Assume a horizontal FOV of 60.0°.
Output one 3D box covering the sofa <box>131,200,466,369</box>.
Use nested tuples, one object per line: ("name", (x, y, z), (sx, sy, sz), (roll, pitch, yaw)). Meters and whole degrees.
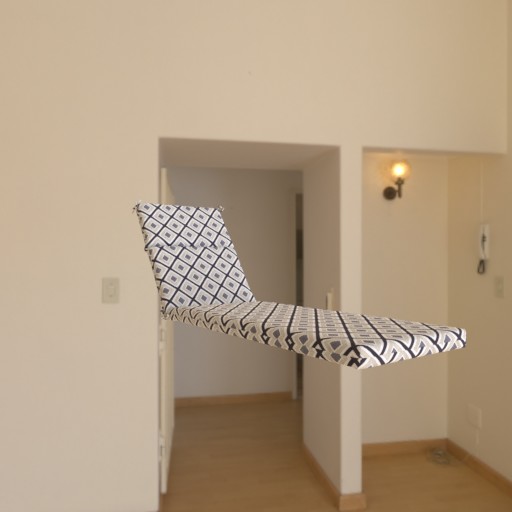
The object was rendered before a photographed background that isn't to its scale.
("sofa", (0.000, 0.000, 1.967), (0.582, 0.622, 1.663), (0, 0, -35))
